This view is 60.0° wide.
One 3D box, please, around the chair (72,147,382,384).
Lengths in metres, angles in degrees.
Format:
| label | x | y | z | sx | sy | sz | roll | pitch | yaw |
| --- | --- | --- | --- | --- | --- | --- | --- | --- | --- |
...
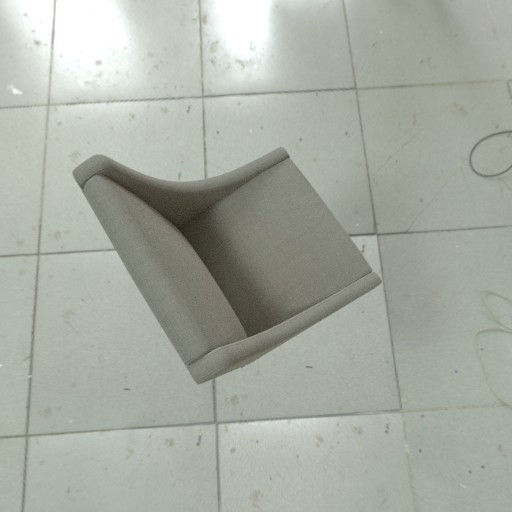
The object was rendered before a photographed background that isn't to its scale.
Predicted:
| label | x | y | z | sx | sy | sz | roll | pitch | yaw |
| --- | --- | --- | --- | --- | --- | --- | --- | --- | --- |
| chair | 0.000 | 0.000 | 1.406 | 0.611 | 1.021 | 0.575 | -32 | 78 | -8 |
